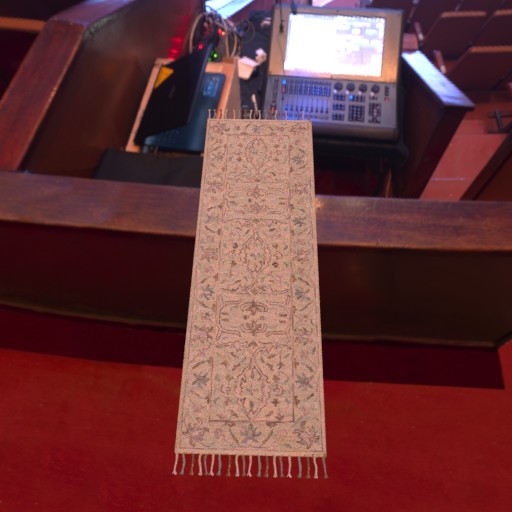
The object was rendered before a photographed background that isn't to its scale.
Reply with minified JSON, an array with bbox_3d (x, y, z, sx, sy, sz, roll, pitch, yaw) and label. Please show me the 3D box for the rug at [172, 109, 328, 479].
[{"bbox_3d":[0.000,0.000,2.734,0.769,0.013,2.440,1,63,1],"label":"rug"}]
